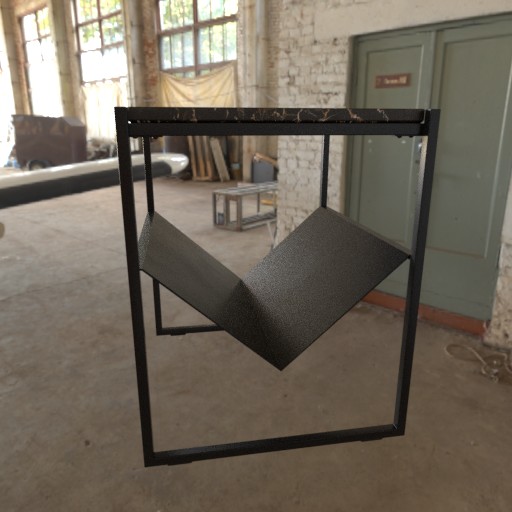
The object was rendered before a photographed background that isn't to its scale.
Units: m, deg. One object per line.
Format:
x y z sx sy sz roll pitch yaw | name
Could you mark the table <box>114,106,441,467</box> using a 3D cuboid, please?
0.000 0.000 0.866 0.432 0.534 0.469 -3 17 -9 | table
